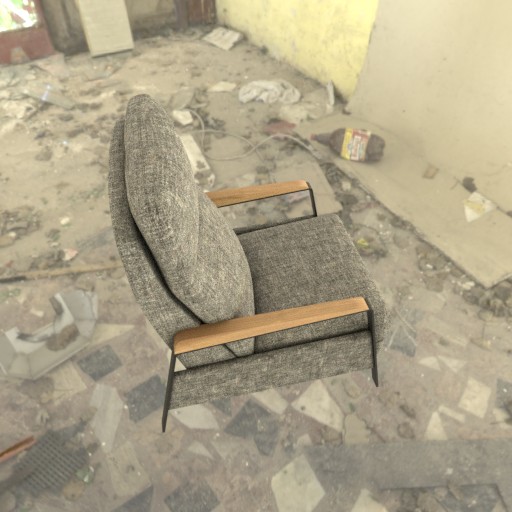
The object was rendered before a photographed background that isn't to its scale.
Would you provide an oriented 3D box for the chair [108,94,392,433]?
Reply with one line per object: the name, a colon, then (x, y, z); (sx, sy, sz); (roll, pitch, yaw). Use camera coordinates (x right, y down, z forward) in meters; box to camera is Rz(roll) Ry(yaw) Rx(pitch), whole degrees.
chair: (0.000, 0.000, 1.584); (0.868, 1.042, 0.671); (-9, 47, -9)
